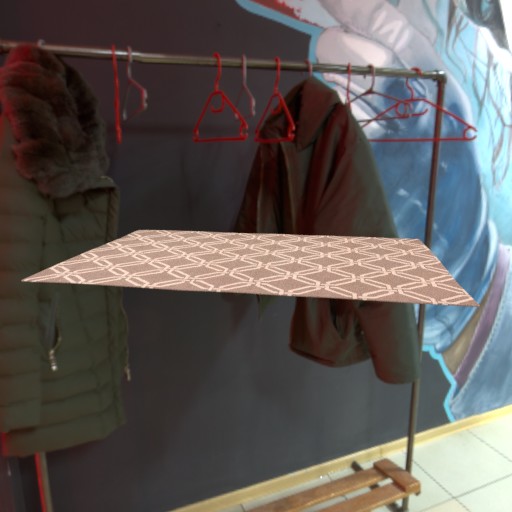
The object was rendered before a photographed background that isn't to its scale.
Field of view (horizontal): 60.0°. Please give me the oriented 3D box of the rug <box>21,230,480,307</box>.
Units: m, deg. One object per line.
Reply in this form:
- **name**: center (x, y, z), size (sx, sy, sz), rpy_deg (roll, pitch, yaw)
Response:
- **rug**: center (0.000, 0.000, 2.187), size (1.748, 0.010, 1.142), rpy_deg (2, 14, 9)
